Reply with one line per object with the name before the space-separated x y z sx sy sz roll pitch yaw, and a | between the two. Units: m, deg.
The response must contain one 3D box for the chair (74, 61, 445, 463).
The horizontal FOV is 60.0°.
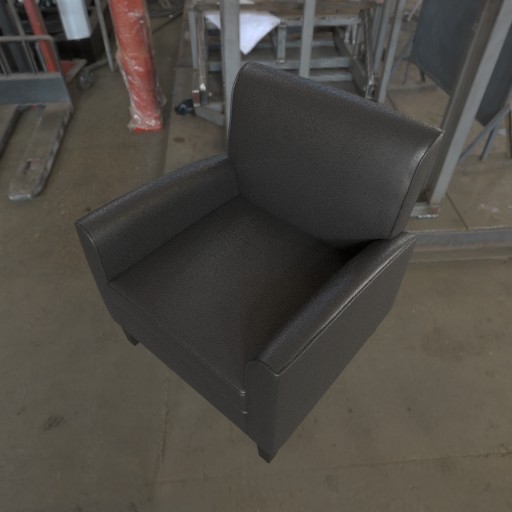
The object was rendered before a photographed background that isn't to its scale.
chair | 0.000 0.000 1.520 0.820 0.916 0.819 32 54 27
